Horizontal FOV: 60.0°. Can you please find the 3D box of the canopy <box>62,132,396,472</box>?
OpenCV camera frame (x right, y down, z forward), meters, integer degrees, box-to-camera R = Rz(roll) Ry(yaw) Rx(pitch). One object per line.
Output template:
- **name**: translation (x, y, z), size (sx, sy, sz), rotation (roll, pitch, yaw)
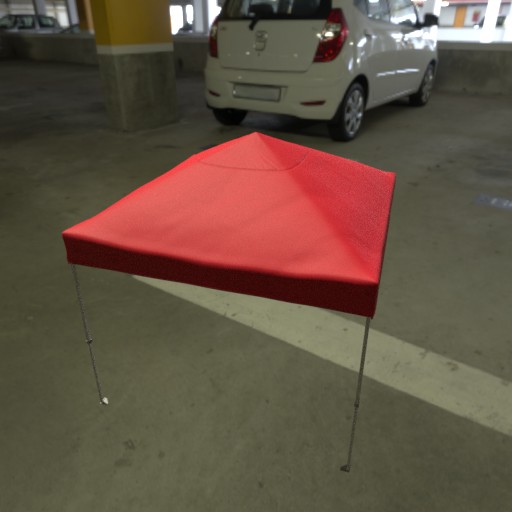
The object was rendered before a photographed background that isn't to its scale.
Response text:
- **canopy**: translation (0.000, 0.000, 5.446), size (2.996, 2.997, 2.998), rotation (9, 29, 16)
